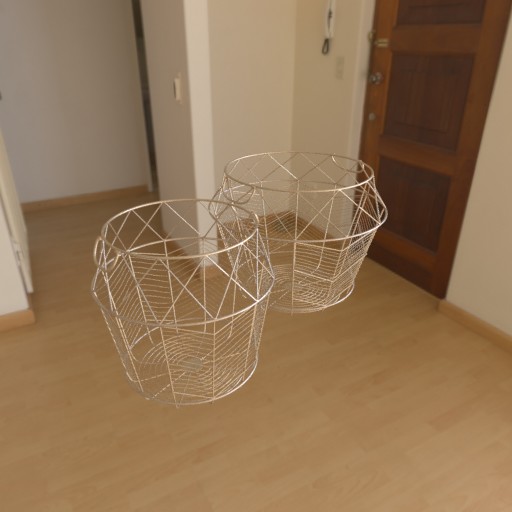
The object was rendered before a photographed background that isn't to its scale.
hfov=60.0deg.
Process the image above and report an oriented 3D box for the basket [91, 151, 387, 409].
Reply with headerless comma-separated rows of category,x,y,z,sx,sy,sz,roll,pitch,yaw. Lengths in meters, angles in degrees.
basket,0.000,0.000,1.041,0.451,0.343,0.805,18,31,32
